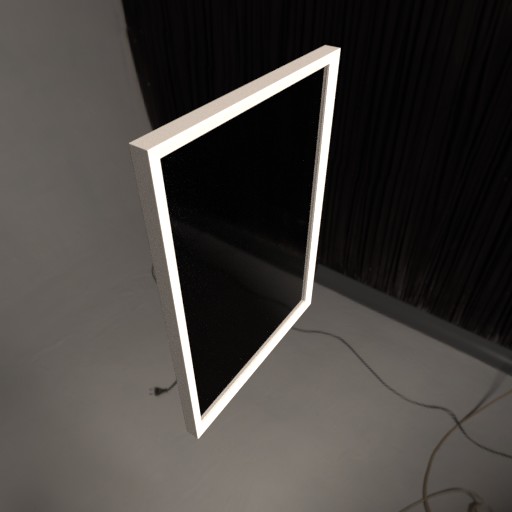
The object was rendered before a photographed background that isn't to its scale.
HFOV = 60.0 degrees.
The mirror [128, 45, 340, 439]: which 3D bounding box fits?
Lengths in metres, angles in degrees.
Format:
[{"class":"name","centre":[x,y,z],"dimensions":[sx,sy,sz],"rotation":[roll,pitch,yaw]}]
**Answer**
[{"class":"mirror","centre":[0.000,0.000,0.929],"dimensions":[0.039,0.710,0.507],"rotation":[25,46,26]}]
